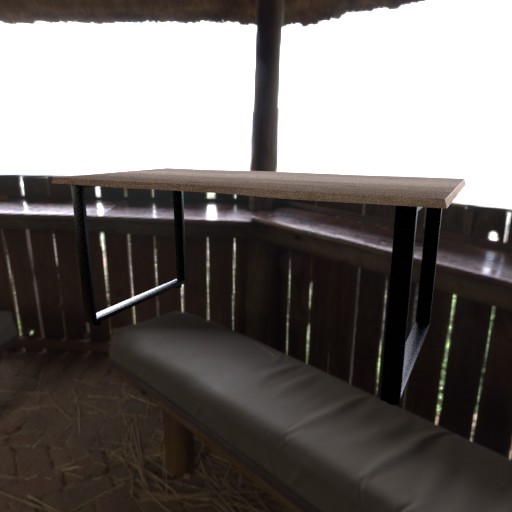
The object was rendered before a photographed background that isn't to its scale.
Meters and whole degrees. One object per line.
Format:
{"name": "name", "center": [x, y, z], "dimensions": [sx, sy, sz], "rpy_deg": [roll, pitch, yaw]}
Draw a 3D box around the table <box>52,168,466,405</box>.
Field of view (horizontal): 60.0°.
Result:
{"name": "table", "center": [0.000, 0.000, 2.240], "dimensions": [1.800, 0.780, 0.900], "rpy_deg": [8, 17, 27]}
